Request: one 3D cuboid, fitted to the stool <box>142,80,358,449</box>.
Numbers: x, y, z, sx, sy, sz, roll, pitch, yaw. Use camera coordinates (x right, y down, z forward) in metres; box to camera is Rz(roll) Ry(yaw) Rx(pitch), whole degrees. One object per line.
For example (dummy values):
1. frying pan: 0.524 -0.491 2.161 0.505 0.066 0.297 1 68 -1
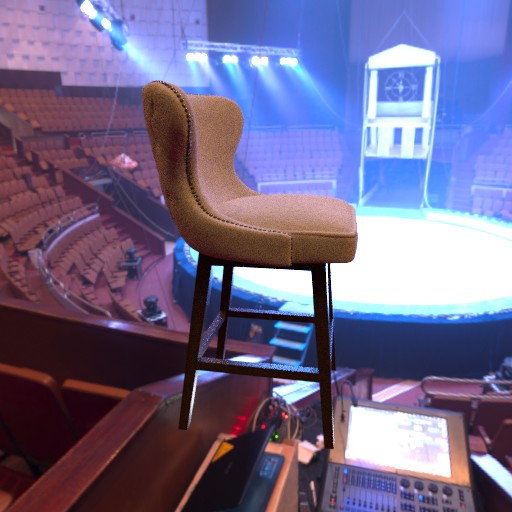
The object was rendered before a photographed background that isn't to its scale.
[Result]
1. stool: 0.000 0.000 1.366 0.597 0.972 0.615 3 16 10
